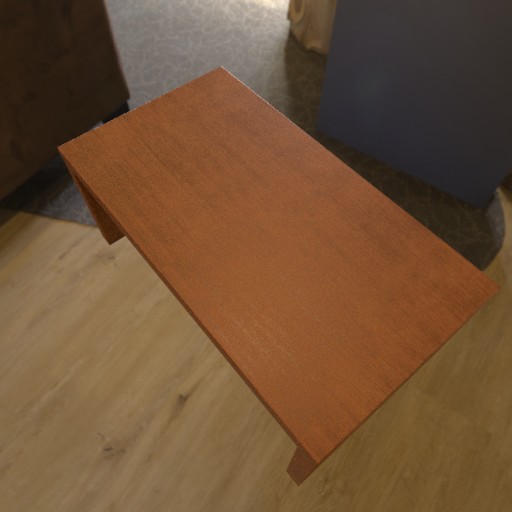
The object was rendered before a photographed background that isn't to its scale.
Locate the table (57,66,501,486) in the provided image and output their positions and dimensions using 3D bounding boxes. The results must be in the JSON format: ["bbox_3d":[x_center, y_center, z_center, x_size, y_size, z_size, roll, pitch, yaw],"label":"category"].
[{"bbox_3d":[0.000,0.000,1.245,0.549,0.419,1.000,-35,64,-20],"label":"table"}]
